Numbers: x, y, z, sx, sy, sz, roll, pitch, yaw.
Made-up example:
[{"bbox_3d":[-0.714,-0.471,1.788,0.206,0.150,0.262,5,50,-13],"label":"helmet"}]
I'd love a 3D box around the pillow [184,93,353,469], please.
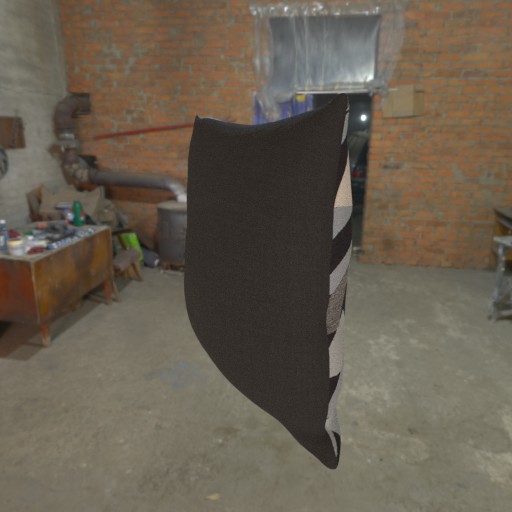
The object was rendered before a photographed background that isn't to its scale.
[{"bbox_3d":[0.000,0.000,0.765,0.208,0.496,0.503,-8,17,-26],"label":"pillow"}]
